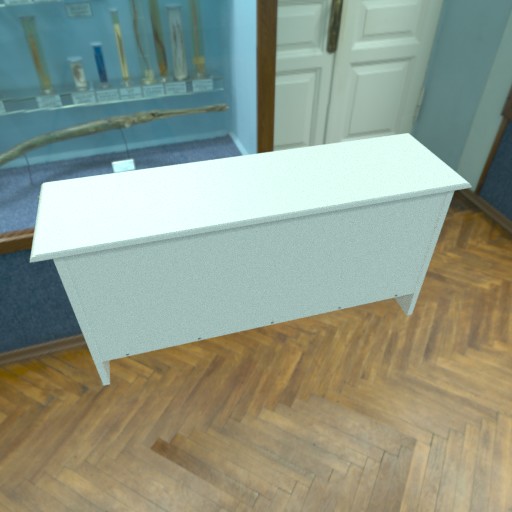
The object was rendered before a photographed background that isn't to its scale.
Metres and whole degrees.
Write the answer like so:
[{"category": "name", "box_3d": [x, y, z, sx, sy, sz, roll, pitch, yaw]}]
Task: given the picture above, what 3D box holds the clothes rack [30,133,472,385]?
[{"category": "clothes rack", "box_3d": [0.000, 0.000, 1.366, 1.120, 0.531, 0.324, -11, 42, -12]}]
